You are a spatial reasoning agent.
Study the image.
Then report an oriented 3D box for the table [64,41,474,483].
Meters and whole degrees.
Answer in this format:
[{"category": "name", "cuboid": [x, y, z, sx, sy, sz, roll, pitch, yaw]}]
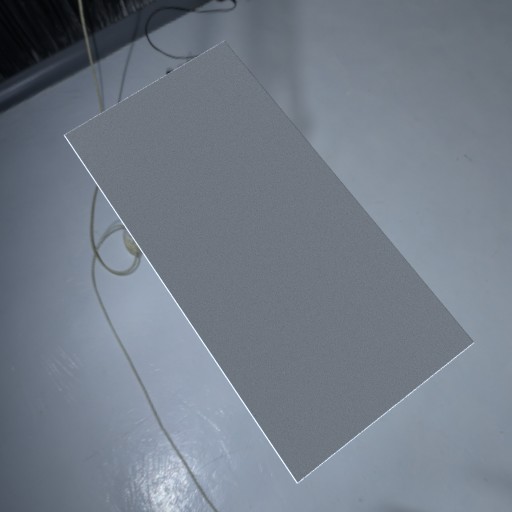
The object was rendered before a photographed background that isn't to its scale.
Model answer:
[{"category": "table", "cuboid": [0.000, 0.000, 1.282, 0.500, 0.441, 1.000, -34, 78, -9]}]
